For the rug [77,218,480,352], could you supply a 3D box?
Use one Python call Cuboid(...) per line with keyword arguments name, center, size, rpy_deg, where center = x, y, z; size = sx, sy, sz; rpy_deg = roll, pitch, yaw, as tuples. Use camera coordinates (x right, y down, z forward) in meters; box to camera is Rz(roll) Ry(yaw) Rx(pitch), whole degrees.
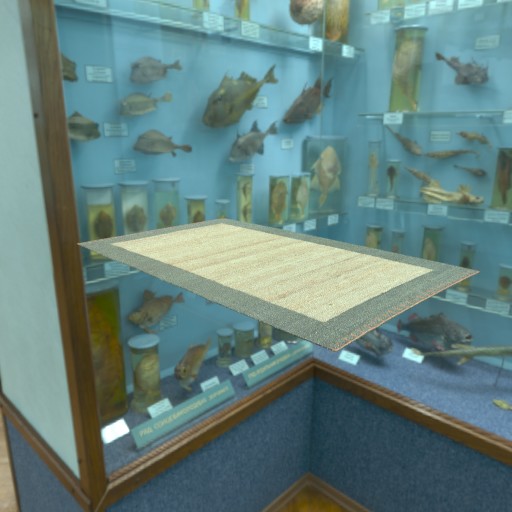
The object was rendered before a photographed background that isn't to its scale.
Cuboid(name="rug", center=(0.000, 0.000, 3.073), size=(1.521, 0.006, 2.435), rpy_deg=(-15, 21, -42))
